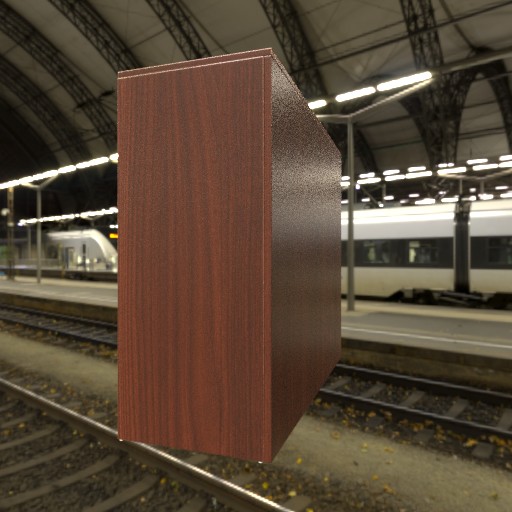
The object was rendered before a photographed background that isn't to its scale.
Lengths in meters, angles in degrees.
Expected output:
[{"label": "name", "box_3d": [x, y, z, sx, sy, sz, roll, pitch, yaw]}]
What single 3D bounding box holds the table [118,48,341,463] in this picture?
[{"label": "table", "box_3d": [0.000, 0.000, 1.340, 0.380, 0.790, 0.930, 0, 0, 19]}]
